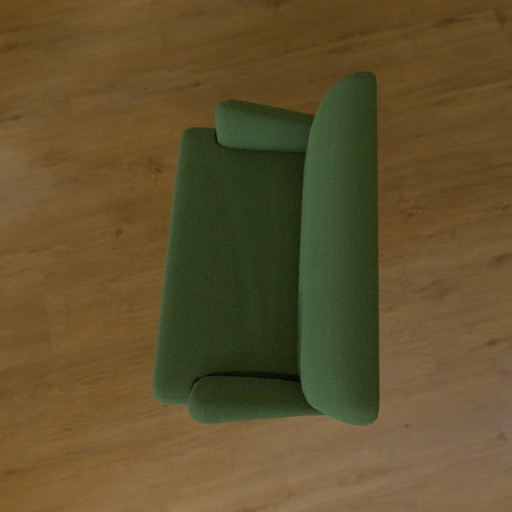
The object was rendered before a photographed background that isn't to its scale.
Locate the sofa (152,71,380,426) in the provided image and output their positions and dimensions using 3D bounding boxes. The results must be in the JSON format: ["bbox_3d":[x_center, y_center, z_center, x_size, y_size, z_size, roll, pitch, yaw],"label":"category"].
[{"bbox_3d":[0.000,0.000,1.823,0.779,0.889,1.297,3,76,1],"label":"sofa"}]
